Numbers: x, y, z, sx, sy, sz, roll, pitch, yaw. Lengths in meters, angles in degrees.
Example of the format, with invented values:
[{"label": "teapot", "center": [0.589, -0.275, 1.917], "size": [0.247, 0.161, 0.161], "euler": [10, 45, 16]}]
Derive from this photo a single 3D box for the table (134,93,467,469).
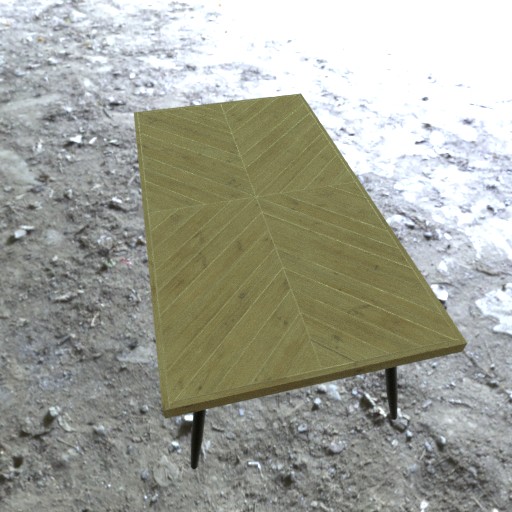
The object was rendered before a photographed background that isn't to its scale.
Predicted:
[{"label": "table", "center": [0.000, 0.000, 2.251], "size": [0.991, 0.762, 1.803], "euler": [-10, 47, -9]}]
